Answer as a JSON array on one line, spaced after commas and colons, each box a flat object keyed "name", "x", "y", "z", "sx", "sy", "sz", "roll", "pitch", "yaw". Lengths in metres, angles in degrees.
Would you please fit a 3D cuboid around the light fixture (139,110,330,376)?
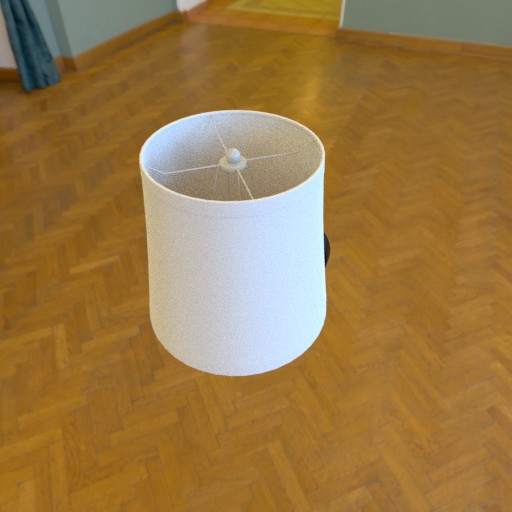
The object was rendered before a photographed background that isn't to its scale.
[{"name": "light fixture", "x": 0.000, "y": 0.000, "z": 0.268, "sx": 0.100, "sy": 0.172, "sz": 0.157, "roll": 14, "pitch": 44, "yaw": 15}]
